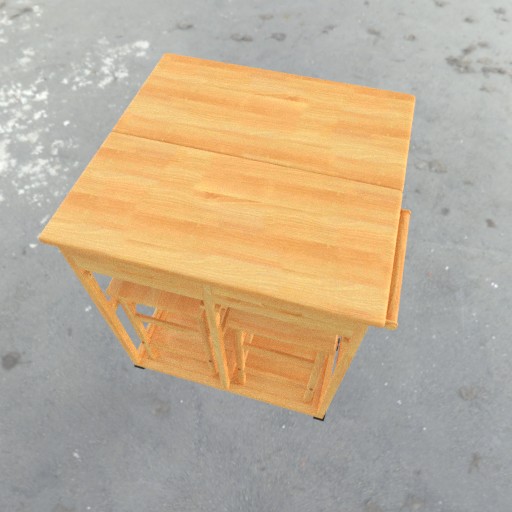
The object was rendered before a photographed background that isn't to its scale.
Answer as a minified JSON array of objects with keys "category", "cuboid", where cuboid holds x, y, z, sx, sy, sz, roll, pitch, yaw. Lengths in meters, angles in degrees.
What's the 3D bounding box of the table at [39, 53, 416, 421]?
[{"category":"table","cuboid":[0.000,0.000,1.392,0.752,0.832,0.693,13,57,9]}]
